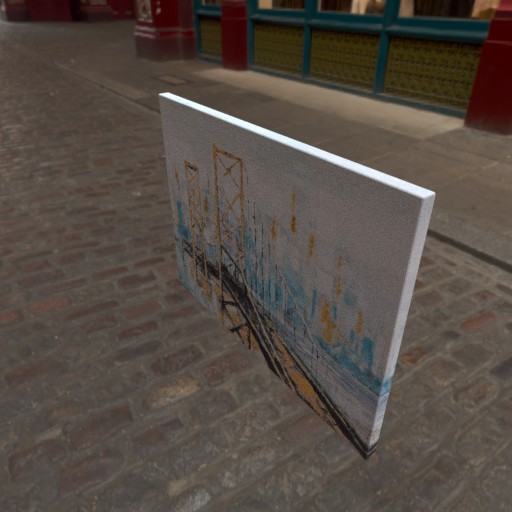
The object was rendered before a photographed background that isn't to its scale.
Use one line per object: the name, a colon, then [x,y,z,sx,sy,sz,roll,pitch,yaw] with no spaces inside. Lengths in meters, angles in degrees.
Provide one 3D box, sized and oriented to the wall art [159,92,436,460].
wall art: [0.000,0.000,1.322,0.038,0.762,1.016,-22,38,-31]
